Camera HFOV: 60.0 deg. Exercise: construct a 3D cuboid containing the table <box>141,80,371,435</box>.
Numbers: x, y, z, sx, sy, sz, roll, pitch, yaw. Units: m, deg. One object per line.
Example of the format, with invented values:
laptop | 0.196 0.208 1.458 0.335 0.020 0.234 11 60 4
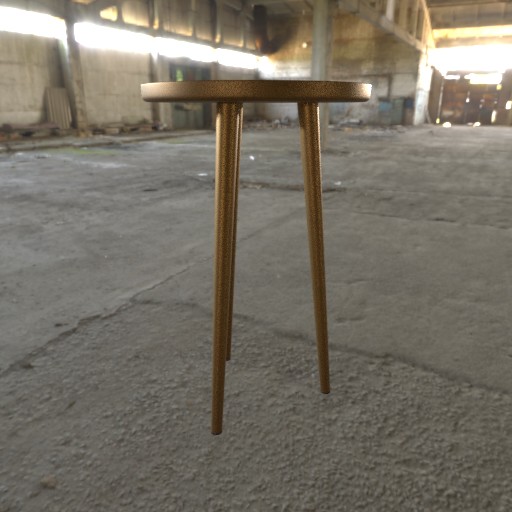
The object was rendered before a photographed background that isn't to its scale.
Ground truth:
table | 0.000 0.000 0.669 0.299 0.480 0.299 10 21 26
